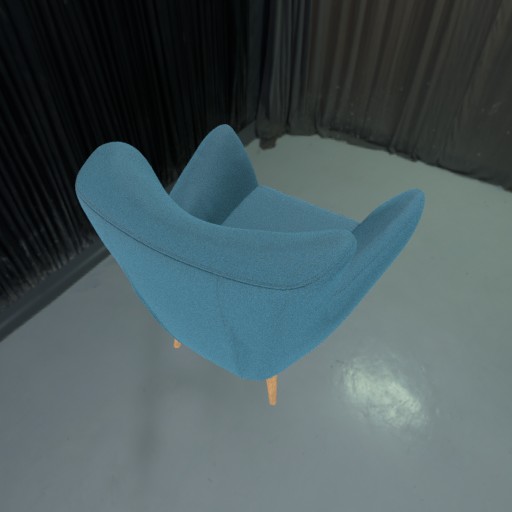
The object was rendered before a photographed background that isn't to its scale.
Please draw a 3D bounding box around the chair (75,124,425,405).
[{"bbox_3d":[0.000,0.000,1.564,0.890,0.889,0.889,24,51,22],"label":"chair"}]
